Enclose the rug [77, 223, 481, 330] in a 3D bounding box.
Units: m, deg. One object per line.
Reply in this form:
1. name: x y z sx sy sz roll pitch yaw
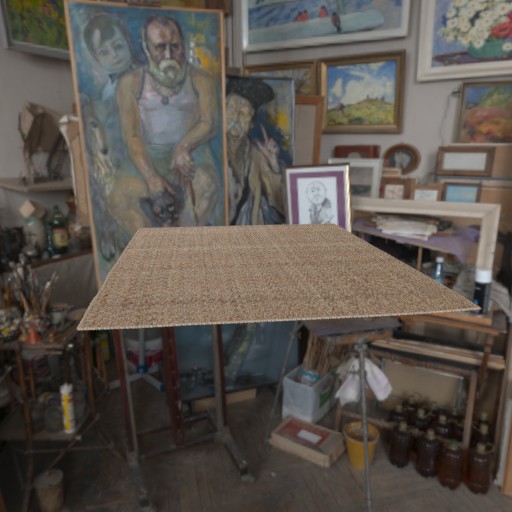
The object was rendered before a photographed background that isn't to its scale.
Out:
1. rug: 0.000 0.000 4.015 2.439 0.013 3.048 -2 14 -7
